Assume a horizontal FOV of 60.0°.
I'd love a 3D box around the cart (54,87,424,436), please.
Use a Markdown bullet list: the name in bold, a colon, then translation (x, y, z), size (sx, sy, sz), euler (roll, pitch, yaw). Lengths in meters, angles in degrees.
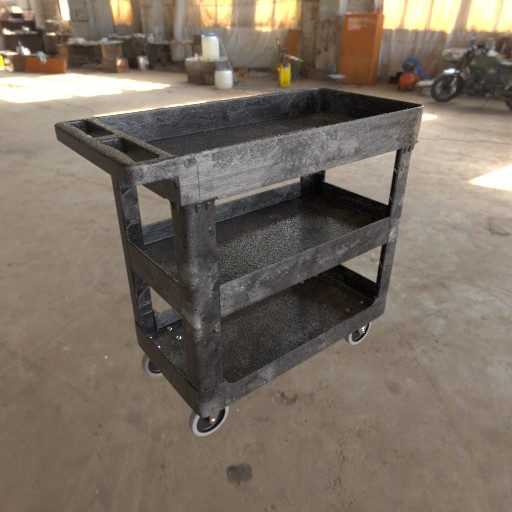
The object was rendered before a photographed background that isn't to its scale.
- **cart**: translation (0.000, 0.000, 1.318), size (0.877, 0.824, 0.420), euler (-21, 35, -33)
